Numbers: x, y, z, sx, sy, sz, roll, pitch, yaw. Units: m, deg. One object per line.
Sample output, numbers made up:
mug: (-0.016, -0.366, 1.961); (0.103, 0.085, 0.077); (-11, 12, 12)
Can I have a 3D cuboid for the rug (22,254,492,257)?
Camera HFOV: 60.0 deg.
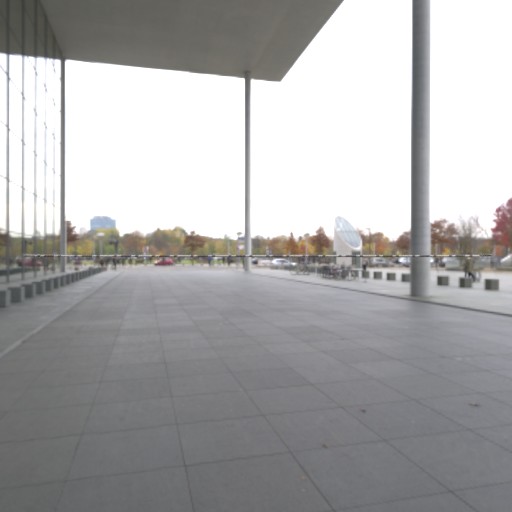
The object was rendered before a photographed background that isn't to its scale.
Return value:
rug: (0.000, 0.000, 3.030); (2.425, 0.014, 1.563); (0, 0, 1)
